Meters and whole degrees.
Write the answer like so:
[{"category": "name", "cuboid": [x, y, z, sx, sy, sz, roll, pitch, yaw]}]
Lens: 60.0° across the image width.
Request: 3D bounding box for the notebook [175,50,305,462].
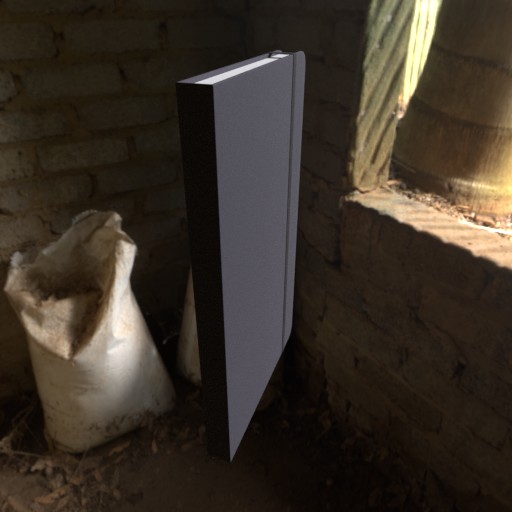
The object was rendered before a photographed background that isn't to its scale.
[{"category": "notebook", "cuboid": [0.000, 0.000, 0.263, 0.016, 0.213, 0.127, 11, 32, 18]}]
